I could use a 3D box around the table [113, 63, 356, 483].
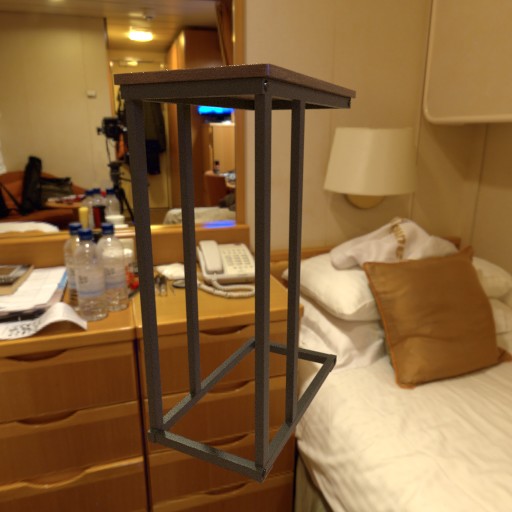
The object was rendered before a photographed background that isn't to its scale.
[{"bbox_3d":[0.000,0.000,0.877,0.254,0.637,0.450,8,17,25],"label":"table"}]
